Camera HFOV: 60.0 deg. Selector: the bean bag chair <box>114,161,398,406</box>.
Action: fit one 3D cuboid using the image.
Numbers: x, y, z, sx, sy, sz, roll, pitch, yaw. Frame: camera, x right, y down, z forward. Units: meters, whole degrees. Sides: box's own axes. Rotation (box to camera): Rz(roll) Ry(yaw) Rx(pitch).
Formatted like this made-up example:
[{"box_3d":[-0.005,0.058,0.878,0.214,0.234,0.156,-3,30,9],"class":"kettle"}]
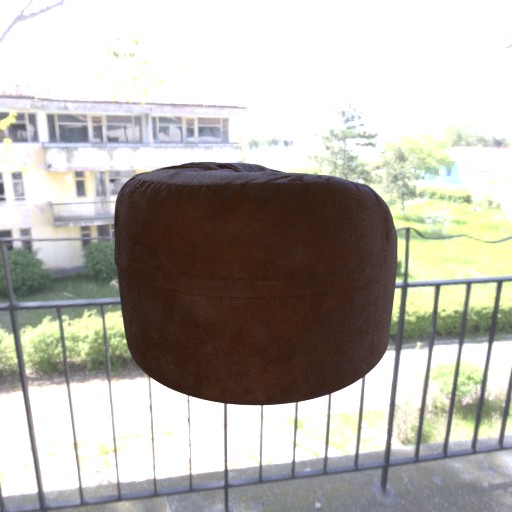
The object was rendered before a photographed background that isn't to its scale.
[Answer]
[{"box_3d":[0.000,0.000,1.505,0.918,0.616,0.918,0,16,0],"class":"bean bag chair"}]
